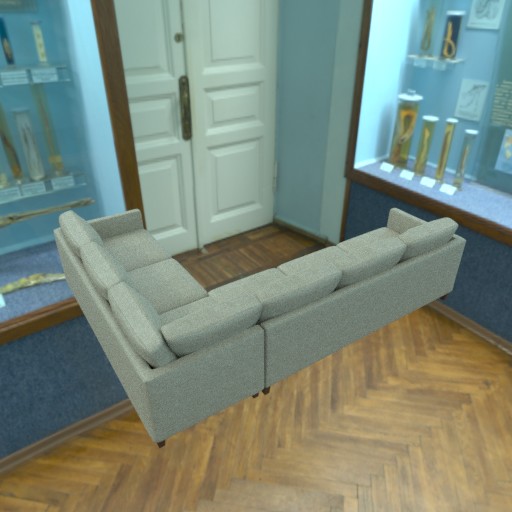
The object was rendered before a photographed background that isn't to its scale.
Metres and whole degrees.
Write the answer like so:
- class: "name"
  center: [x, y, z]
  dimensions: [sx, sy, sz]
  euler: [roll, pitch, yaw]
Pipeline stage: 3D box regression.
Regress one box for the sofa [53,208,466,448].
- class: "sofa"
  center: [0.000, 0.000, 4.514]
  dimensions: [3.333, 0.934, 2.522]
  euler: [-19, 36, -28]
